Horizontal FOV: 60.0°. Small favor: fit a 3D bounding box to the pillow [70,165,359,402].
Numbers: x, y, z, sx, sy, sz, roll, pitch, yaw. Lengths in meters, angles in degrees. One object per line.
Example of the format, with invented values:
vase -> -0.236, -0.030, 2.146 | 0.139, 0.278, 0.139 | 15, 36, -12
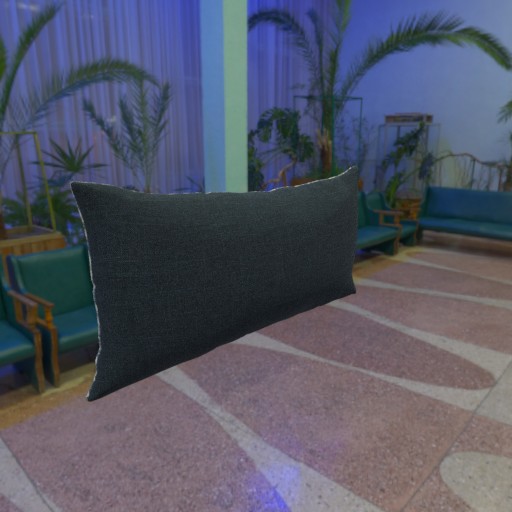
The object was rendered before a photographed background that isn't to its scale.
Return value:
pillow -> 0.000, 0.000, 0.769 | 0.631, 0.292, 0.148 | -14, 20, -42
